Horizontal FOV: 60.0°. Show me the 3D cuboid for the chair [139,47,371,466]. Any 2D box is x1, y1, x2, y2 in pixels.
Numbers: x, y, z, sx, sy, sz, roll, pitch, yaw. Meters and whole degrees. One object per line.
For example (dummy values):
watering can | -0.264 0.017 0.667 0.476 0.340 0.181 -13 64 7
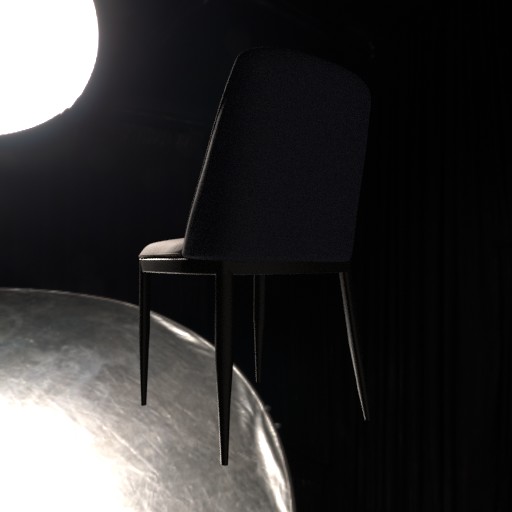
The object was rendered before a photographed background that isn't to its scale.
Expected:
chair | 0.000 0.000 1.160 0.480 0.839 0.551 0 -1 -36
